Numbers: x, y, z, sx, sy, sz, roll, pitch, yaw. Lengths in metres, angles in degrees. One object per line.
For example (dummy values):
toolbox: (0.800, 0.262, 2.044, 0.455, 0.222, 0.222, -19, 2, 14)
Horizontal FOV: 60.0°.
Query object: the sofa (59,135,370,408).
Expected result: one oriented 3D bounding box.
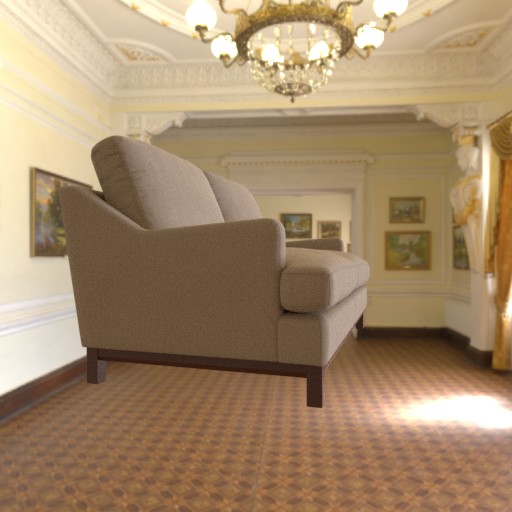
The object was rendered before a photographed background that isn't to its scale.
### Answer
sofa: (0.000, 0.000, 2.203, 1.004, 0.910, 1.619, 0, 0, 18)
